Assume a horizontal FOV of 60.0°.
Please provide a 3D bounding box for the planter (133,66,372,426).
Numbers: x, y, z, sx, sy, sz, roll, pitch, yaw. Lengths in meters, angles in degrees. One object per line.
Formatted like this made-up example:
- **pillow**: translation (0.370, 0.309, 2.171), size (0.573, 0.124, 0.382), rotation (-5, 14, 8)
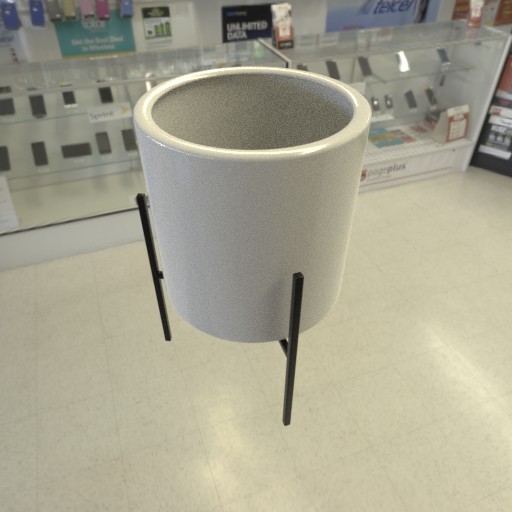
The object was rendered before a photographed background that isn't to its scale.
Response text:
- **planter**: translation (0.000, 0.000, 0.517), size (0.239, 0.356, 0.239), rotation (-12, 41, -14)
